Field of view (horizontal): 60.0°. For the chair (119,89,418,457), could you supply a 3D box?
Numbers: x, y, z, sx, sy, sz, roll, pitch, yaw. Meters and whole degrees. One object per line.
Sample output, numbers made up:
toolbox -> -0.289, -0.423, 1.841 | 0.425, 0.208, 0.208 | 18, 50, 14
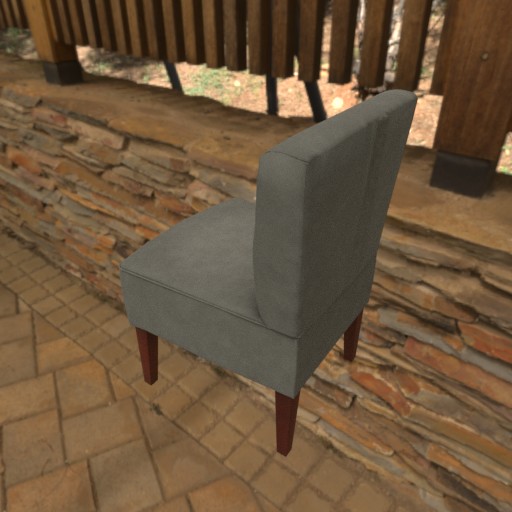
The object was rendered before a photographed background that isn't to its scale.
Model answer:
chair -> 0.000, 0.000, 1.141 | 0.554, 0.806, 0.521 | 20, 37, 29
